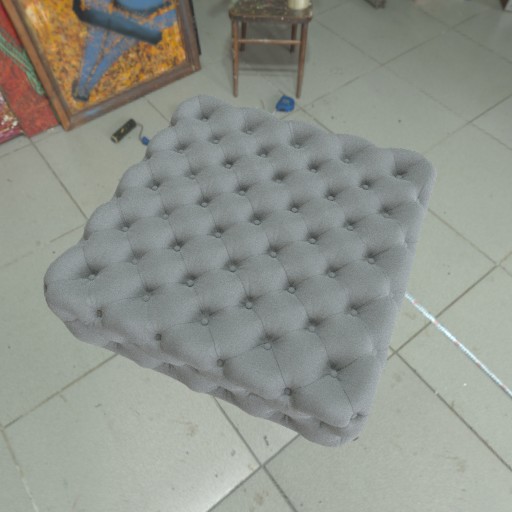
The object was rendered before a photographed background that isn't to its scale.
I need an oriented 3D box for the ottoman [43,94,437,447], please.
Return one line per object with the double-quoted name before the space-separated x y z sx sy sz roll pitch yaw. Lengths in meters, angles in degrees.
"ottoman" 0.000 0.000 1.419 0.911 0.439 0.917 19 59 12
